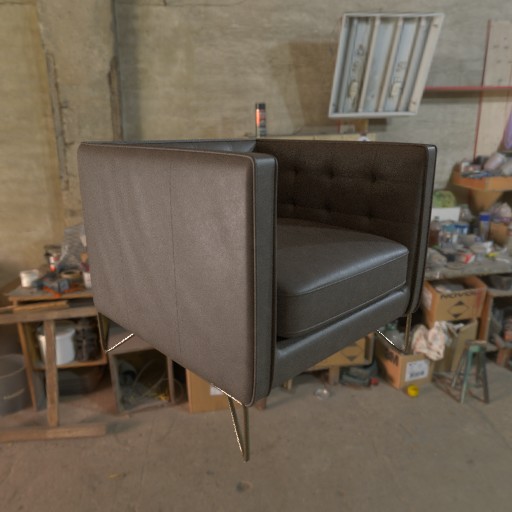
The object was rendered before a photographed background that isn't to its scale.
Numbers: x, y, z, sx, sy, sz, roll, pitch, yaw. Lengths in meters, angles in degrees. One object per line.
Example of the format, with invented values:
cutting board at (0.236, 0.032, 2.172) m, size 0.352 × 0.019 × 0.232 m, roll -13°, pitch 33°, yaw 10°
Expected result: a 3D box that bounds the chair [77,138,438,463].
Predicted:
chair at (0.000, 0.000, 1.583) m, size 0.880 × 0.790 × 0.894 m, roll -15°, pitch 22°, yaw -42°
